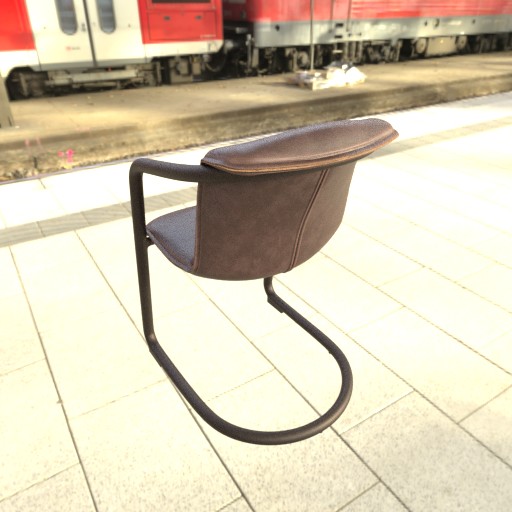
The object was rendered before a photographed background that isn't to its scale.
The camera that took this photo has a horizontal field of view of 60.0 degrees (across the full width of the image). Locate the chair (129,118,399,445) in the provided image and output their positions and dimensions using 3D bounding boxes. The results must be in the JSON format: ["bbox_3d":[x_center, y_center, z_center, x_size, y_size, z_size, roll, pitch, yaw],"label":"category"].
[{"bbox_3d":[0.000,0.000,1.256,0.536,0.836,0.664,-19,36,-29],"label":"chair"}]
